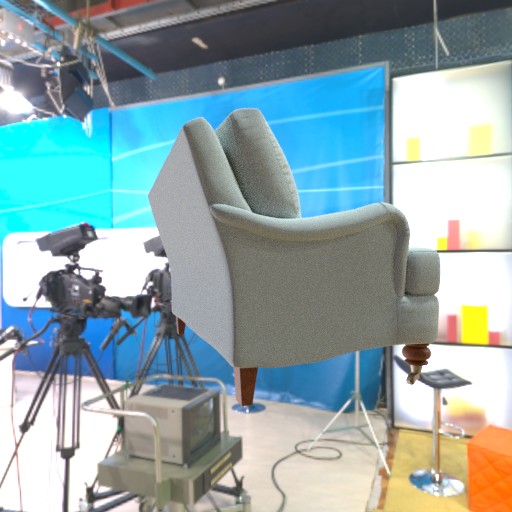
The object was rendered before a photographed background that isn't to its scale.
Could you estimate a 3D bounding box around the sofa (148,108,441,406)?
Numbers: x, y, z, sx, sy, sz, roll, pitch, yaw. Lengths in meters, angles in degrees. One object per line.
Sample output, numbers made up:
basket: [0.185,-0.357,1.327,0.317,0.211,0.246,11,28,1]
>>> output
sofa: [0.000,0.000,2.517,1.084,1.101,1.853,0,-1,-18]
